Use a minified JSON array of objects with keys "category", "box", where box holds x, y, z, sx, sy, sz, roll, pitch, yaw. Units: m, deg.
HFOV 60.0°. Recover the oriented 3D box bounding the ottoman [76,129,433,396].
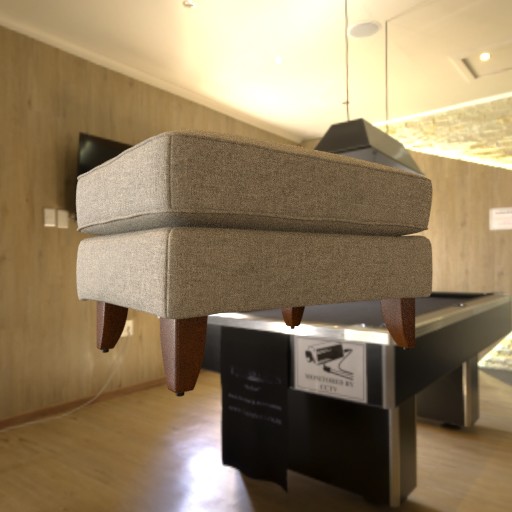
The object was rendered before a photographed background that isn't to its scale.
[{"category":"ottoman","box":[0.000,0.000,1.305,0.889,0.561,0.661,0,0,-36]}]
